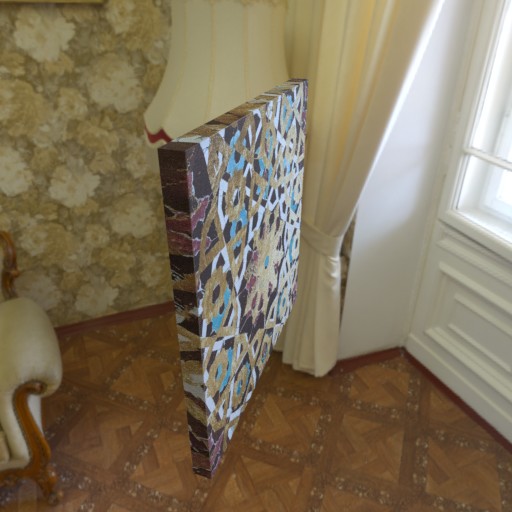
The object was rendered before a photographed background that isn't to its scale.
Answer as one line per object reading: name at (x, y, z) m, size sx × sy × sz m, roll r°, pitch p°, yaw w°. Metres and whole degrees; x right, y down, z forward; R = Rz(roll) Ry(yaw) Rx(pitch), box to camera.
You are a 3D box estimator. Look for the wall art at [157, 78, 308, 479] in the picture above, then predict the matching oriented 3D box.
wall art at (0.000, 0.000, 0.921) m, size 0.041 × 0.613 × 0.609 m, roll 10°, pitch 31°, yaw 17°
